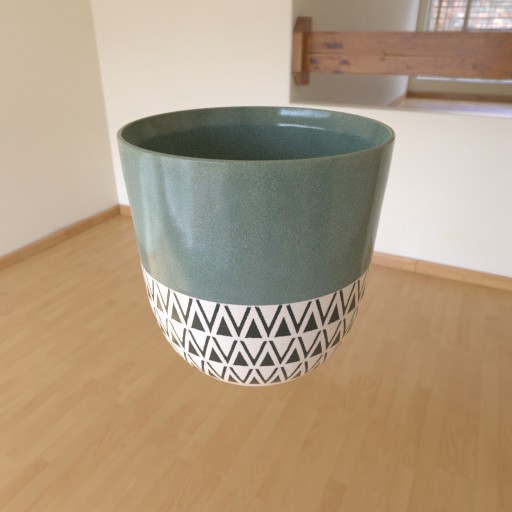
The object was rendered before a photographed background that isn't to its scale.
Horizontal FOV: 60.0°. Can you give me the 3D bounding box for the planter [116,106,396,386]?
[{"bbox_3d":[0.000,0.000,0.375,0.198,0.214,0.198,0,27,0],"label":"planter"}]
